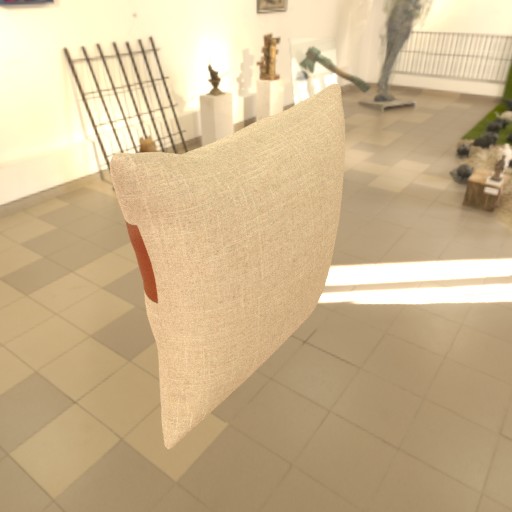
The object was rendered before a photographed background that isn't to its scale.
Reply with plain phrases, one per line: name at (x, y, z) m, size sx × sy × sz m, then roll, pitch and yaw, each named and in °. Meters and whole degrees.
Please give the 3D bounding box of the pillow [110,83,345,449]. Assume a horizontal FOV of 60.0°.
pillow at (0.000, 0.000, 0.617) m, size 0.173 × 0.399 × 0.414 m, roll 20°, pitch 37°, yaw 30°
